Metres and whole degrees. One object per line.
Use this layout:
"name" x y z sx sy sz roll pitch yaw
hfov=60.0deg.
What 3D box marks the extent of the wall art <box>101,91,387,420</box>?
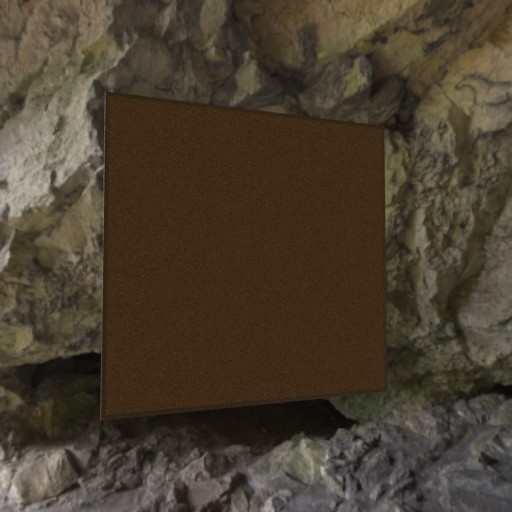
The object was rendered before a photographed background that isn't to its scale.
"wall art" 0.000 0.000 0.786 0.513 0.511 0.038 1 -2 -19
